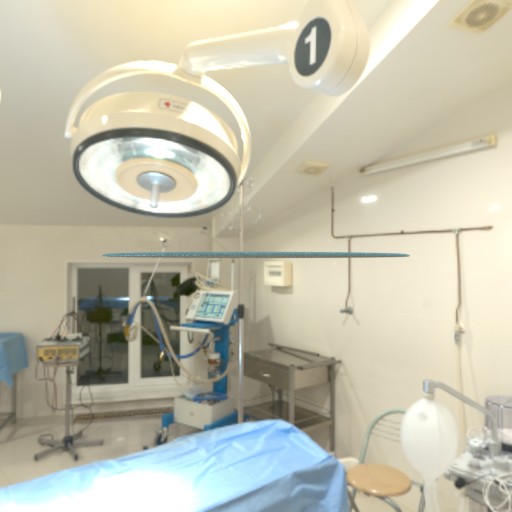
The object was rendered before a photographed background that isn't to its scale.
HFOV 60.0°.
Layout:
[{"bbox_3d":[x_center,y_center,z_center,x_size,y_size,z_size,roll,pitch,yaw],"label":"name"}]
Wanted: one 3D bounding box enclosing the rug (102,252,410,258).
[{"bbox_3d":[0.000,0.000,2.430,1.593,0.012,1.593,0,-1,0],"label":"rug"}]
